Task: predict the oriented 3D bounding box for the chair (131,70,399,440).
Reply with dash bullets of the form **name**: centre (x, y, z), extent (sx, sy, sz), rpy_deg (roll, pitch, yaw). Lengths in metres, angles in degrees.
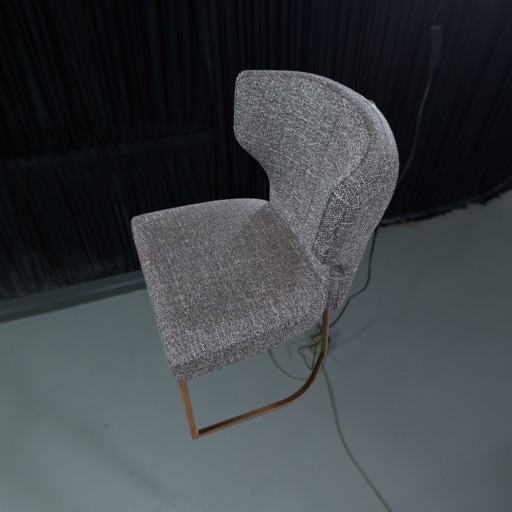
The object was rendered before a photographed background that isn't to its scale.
- **chair**: centre (0.000, 0.000, 1.245), extent (0.617, 0.824, 0.611), rpy_deg (-15, 46, -15)
